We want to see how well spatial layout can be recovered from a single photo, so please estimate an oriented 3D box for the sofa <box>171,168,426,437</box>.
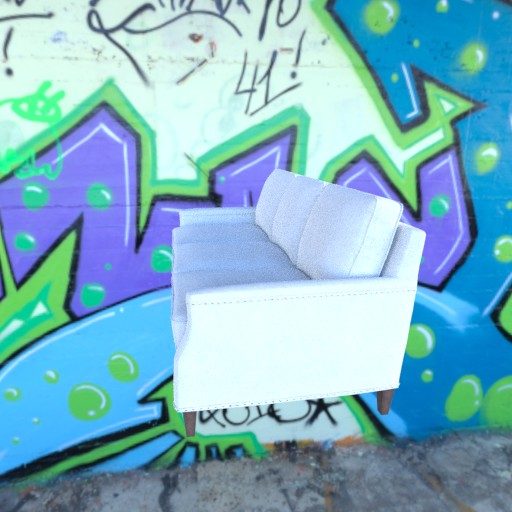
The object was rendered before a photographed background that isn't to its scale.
[{"bbox_3d":[0.000,0.000,2.868,1.084,1.003,2.246,-3,15,-10],"label":"sofa"}]
